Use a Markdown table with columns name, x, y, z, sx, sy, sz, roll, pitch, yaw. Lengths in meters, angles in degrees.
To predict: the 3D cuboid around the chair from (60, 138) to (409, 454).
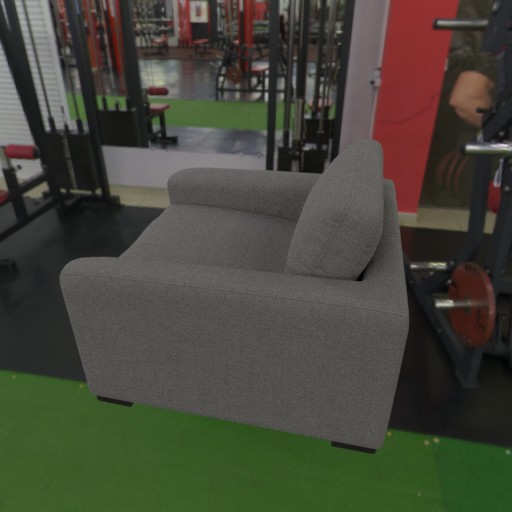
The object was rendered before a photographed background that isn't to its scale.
| name | x | y | z | sx | sy | sz | roll | pitch | yaw |
| --- | --- | --- | --- | --- | --- | --- | --- | --- | --- |
| chair | 0.000 | 0.000 | 1.822 | 1.100 | 0.847 | 1.070 | 7 | 30 | 11 |
